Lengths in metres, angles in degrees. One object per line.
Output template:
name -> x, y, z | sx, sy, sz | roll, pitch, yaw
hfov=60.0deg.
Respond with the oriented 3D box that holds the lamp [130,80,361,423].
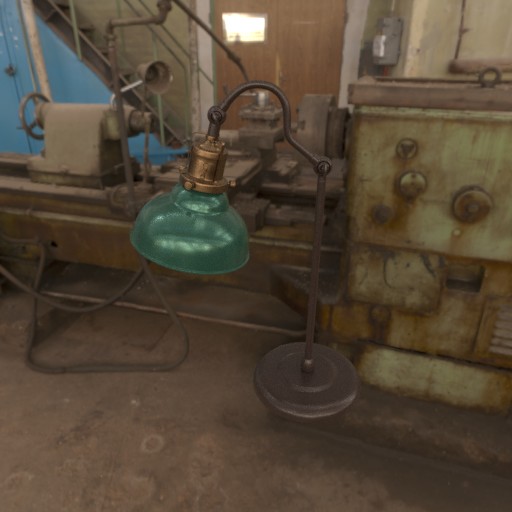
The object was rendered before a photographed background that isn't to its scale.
lamp -> 0.000, 0.000, 0.686 | 0.374, 0.508, 0.192 | 0, 27, 0
